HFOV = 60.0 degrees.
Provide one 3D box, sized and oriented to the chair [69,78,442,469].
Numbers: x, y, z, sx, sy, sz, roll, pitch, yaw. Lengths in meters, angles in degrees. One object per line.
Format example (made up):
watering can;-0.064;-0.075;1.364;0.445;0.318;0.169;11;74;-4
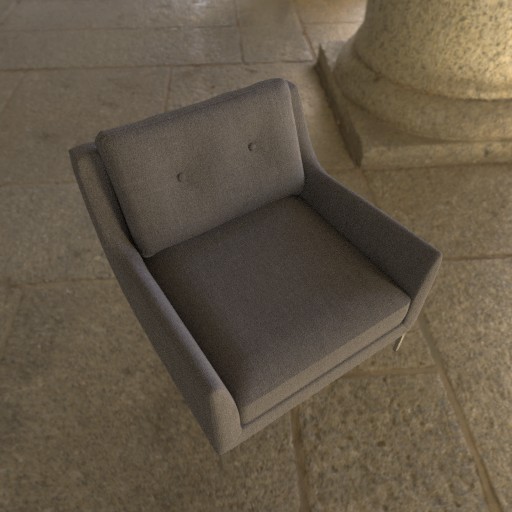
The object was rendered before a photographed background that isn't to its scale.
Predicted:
chair;0.000;0.000;1.503;0.847;0.828;0.849;-26;53;-22
